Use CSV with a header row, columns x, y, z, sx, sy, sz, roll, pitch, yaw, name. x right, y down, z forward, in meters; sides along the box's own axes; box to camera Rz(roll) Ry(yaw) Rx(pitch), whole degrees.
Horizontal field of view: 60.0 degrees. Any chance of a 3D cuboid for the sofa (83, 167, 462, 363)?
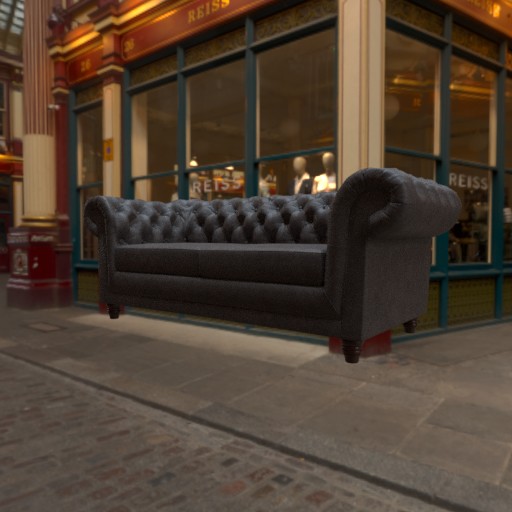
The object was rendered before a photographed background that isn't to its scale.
x,y,z,sx,sy,sz,roll,pitch,yaw,name
0.000,0.000,2.536,2.048,0.779,0.944,2,3,37,sofa
